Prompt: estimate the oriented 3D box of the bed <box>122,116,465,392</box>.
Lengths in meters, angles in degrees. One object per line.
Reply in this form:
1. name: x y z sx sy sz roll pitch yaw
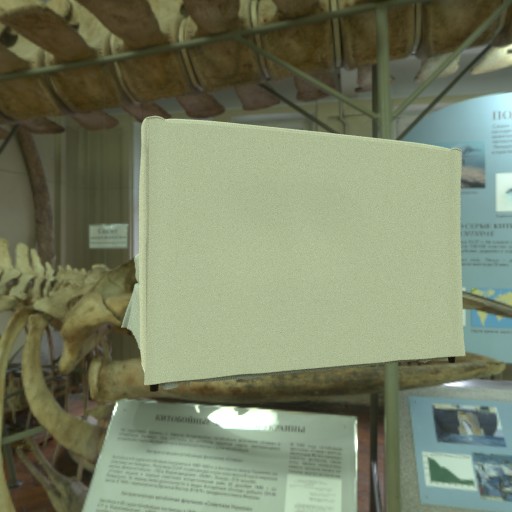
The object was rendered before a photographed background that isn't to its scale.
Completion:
1. bed: 0.000 0.000 3.454 1.925 1.332 2.276 0 -1 -19
